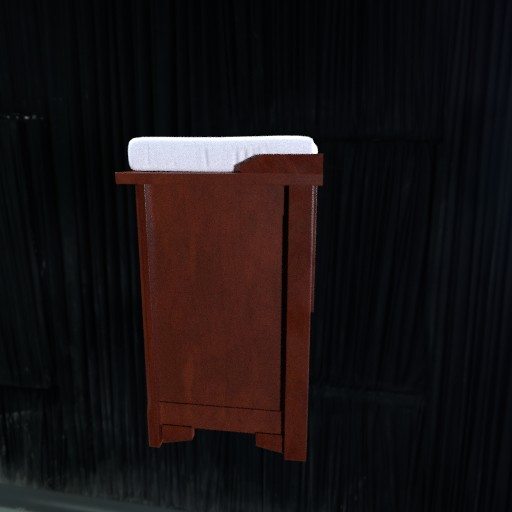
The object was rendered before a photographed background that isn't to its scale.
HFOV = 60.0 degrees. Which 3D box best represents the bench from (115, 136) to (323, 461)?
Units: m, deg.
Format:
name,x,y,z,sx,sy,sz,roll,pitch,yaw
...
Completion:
name,x,y,z,sx,sy,sz,roll,pitch,yaw
bench,0.000,0.000,1.305,0.369,0.646,0.987,2,13,8
